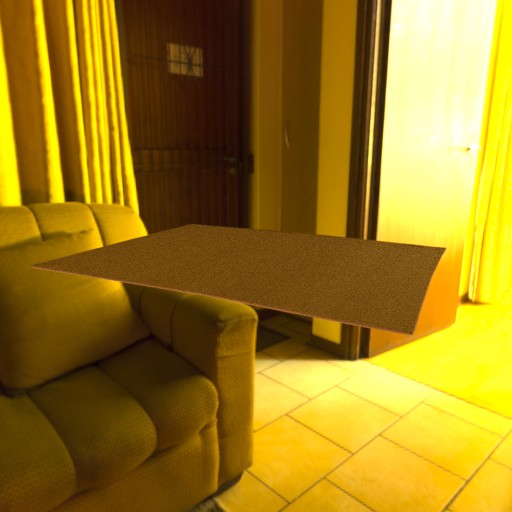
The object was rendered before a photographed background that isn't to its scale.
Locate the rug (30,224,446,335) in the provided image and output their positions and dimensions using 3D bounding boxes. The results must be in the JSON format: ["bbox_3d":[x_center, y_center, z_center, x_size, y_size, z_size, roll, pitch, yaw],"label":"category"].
[{"bbox_3d":[0.000,0.000,4.216,3.202,0.045,2.434,7,15,26],"label":"rug"}]
